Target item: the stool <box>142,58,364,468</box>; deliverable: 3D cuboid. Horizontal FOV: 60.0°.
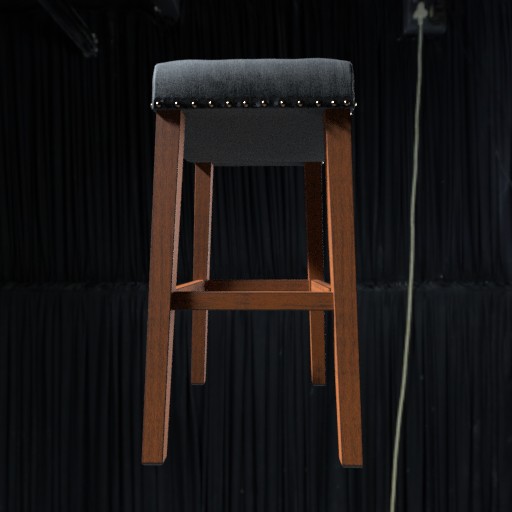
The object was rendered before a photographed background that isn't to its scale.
[{"bbox_3d":[0.000,0.000,0.860,0.320,0.612,0.439,0,0,2],"label":"stool"}]
